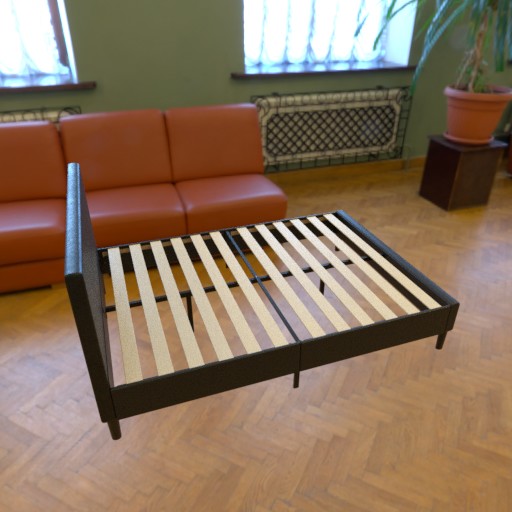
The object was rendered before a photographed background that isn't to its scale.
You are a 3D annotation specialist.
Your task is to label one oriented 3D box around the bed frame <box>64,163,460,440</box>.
[{"bbox_3d":[0.000,0.000,2.936,2.152,1.046,1.469,-10,32,-17],"label":"bed frame"}]
